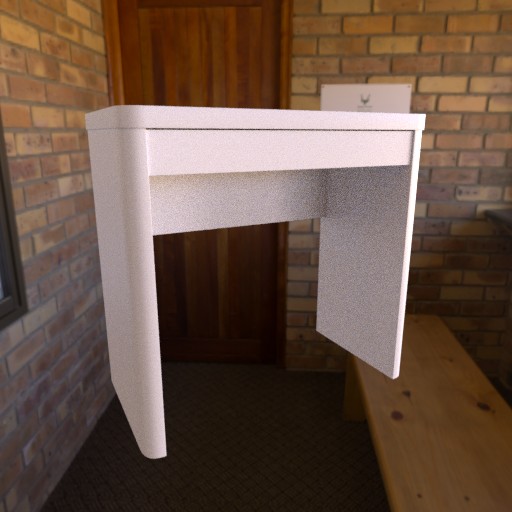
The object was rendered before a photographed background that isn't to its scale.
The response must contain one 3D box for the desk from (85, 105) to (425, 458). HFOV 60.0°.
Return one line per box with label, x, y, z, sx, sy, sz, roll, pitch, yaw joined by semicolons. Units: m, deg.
desk;0.000;0.000;1.248;0.790;0.760;0.446;-8;17;-27
